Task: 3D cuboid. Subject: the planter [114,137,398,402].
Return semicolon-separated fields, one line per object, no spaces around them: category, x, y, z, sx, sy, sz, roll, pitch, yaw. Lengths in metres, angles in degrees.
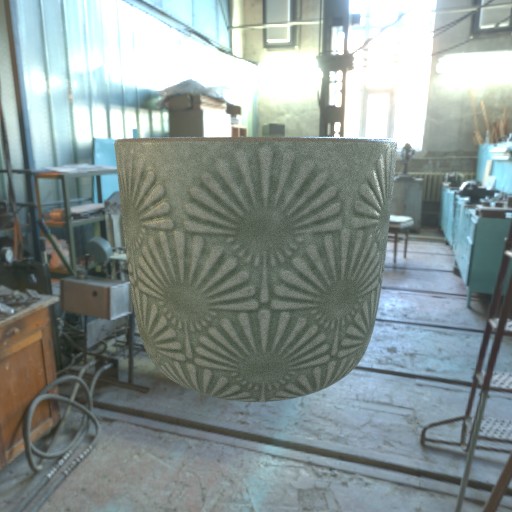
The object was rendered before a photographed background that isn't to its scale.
planter;0.000;0.000;0.215;0.124;0.109;0.124;0;14;0
